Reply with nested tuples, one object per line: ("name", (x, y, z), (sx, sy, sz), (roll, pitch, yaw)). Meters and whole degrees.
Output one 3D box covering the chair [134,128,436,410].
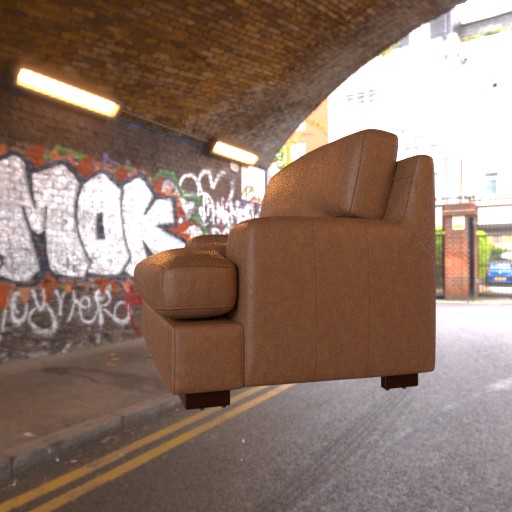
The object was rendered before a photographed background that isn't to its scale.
("chair", (0.000, 0.000, 2.021), (1.050, 0.978, 1.276), (0, -1, -18))
